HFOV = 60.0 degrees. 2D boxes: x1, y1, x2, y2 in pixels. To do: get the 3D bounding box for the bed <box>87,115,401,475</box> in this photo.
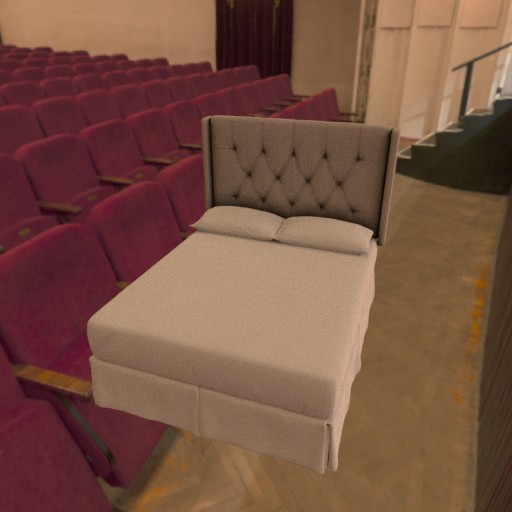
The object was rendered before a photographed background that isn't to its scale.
[{"bbox_3d":[0.000,0.000,3.296,1.719,1.665,2.066,9,28,18],"label":"bed"}]
